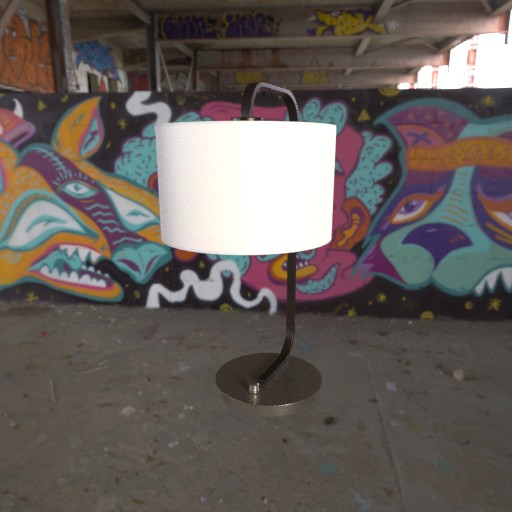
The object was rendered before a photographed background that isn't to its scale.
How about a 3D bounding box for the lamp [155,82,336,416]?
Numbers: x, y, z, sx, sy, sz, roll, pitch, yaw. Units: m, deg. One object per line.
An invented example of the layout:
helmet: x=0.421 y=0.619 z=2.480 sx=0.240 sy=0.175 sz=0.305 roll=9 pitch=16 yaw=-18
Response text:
lamp: x=0.000 y=0.000 z=0.639 sx=0.230 sy=0.473 sz=0.288 roll=7 pitch=15 yaw=26
